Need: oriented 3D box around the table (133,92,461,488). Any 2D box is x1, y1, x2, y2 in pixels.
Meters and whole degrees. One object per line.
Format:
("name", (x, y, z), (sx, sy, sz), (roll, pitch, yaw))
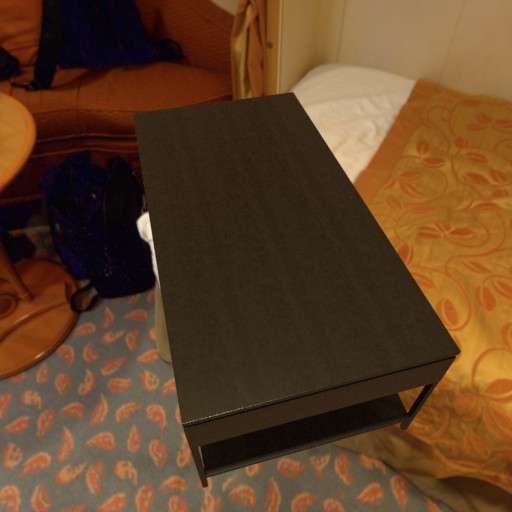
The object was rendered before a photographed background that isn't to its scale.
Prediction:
("table", (0.000, 0.000, 1.369), (0.574, 0.435, 1.095), (-11, 49, -10))
